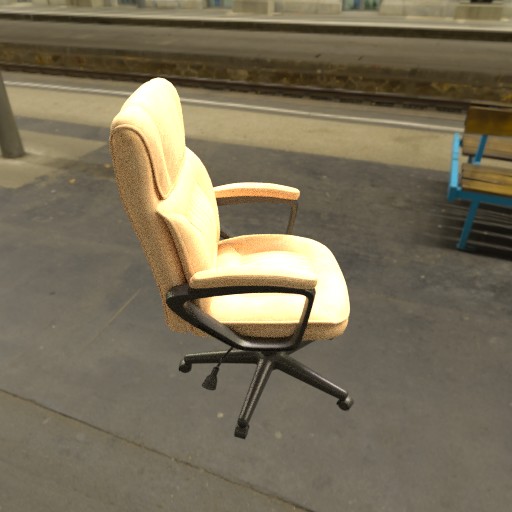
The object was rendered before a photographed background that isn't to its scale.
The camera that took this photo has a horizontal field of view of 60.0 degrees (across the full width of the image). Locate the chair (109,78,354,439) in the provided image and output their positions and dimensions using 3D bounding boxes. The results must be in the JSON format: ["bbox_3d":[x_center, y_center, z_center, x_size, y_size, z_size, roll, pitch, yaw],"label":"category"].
[{"bbox_3d":[0.000,0.000,1.519,0.724,1.105,0.667,0,33,0],"label":"chair"}]
